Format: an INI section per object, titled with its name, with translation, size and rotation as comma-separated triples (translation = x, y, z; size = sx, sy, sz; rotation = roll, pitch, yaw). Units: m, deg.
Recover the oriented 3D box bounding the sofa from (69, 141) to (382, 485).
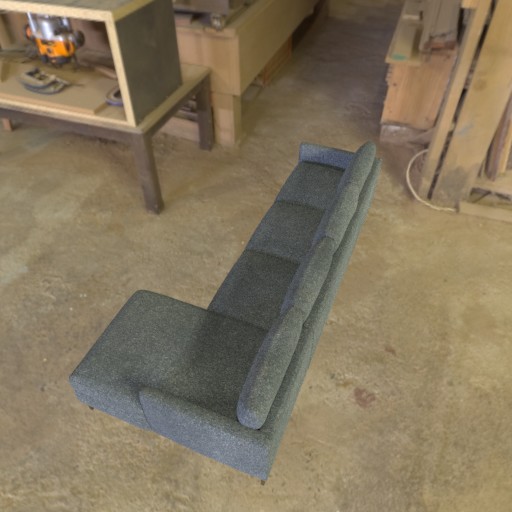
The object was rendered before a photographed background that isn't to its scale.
[sofa]
translation = 0.000, 0.000, 3.500
size = 1.350, 0.810, 2.932
rotation = 17, 48, 16
